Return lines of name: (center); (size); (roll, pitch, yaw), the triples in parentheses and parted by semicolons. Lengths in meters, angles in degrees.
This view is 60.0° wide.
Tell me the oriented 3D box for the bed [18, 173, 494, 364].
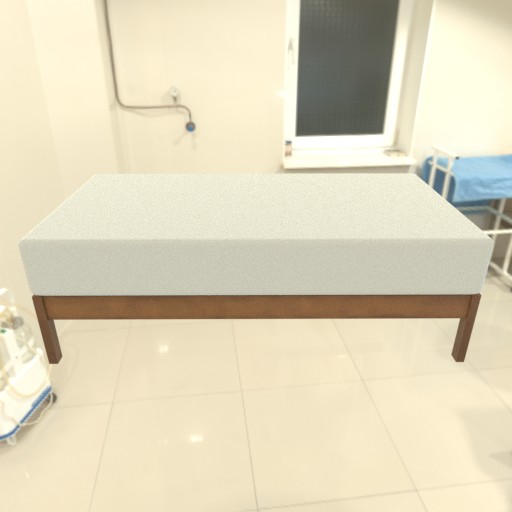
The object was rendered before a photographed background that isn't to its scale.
bed: (0.000, 0.000, 2.312); (1.902, 0.616, 0.961); (0, 26, 0)
